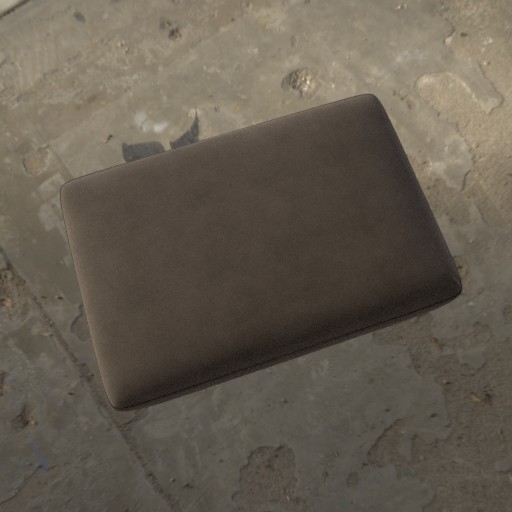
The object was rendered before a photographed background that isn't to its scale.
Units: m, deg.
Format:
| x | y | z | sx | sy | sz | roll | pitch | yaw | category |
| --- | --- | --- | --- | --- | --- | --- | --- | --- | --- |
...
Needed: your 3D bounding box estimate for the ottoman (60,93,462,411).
| x | y | z | sx | sy | sz | roll | pitch | yaw | category |
| --- | --- | --- | --- | --- | --- | --- | --- | --- | --- |
| 0.000 | 0.000 | 1.218 | 0.864 | 0.483 | 0.584 | -18 | 76 | -4 | ottoman |
